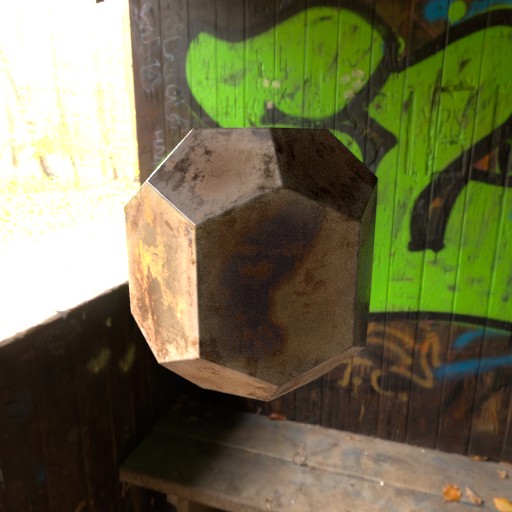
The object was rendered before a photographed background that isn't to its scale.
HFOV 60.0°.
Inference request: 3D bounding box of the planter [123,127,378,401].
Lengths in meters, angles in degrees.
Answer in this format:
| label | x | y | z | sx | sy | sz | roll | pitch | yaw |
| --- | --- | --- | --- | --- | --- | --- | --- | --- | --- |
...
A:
| label | x | y | z | sx | sy | sz | roll | pitch | yaw |
| --- | --- | --- | --- | --- | --- | --- | --- | --- | --- |
| planter | 0.000 | 0.000 | 0.433 | 0.243 | 0.238 | 0.221 | -2 | 14 | -9 |
